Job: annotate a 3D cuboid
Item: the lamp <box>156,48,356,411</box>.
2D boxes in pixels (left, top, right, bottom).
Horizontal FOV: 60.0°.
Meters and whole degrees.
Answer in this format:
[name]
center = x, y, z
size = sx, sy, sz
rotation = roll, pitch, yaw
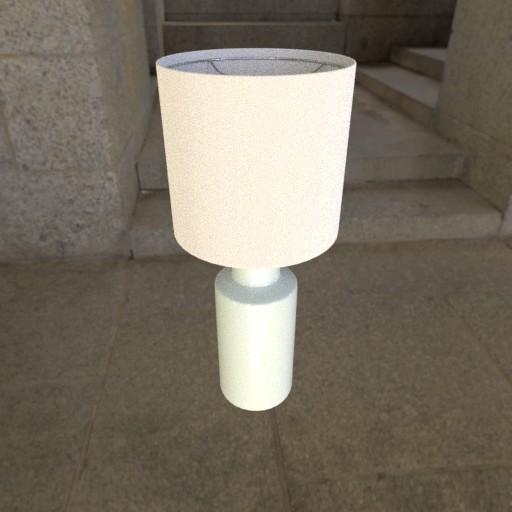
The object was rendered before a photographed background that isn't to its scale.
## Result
[lamp]
center = 0.000, 0.000, 0.603
size = 0.212, 0.493, 0.212
rotation = -20, 36, -29
